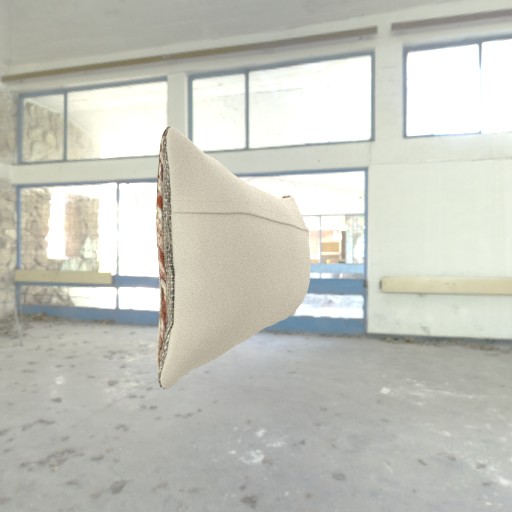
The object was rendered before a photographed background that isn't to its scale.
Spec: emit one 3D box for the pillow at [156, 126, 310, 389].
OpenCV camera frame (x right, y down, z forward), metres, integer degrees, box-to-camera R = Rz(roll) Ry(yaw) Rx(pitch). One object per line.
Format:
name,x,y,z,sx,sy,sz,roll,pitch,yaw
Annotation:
pillow,0.000,0.000,0.756,0.139,0.282,0.635,0,0,17
